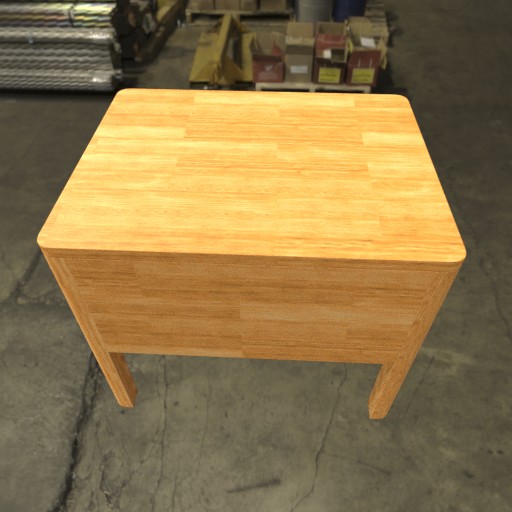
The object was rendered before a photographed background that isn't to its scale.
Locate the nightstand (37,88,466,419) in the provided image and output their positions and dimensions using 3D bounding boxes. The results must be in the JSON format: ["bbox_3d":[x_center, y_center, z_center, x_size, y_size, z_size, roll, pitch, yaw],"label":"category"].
[{"bbox_3d":[0.000,0.000,0.886,0.560,0.470,0.440,2,47,2],"label":"nightstand"}]
